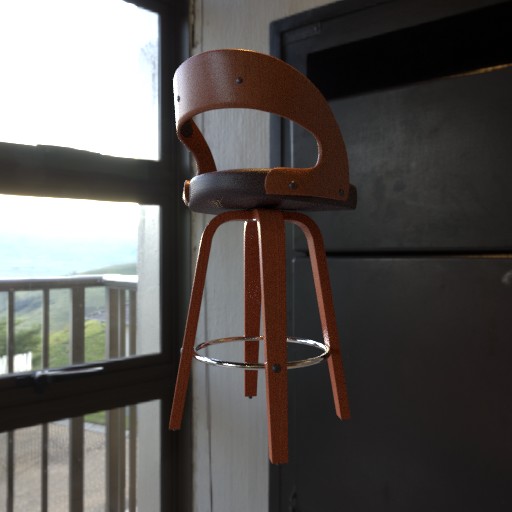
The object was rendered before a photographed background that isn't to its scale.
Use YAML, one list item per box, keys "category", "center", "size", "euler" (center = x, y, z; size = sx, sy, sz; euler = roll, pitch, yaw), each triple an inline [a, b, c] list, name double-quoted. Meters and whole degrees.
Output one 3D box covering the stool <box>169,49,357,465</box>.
- category: "stool"
  center: [0.000, 0.000, 1.210]
  size: [0.457, 0.940, 0.457]
  euler: [0, 0, 36]
